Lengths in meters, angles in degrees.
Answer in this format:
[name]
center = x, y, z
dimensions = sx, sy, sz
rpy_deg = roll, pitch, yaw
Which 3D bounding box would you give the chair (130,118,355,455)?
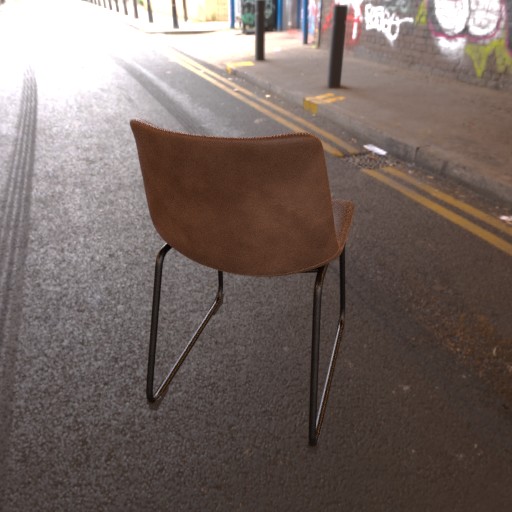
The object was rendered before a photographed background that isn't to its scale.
[chair]
center = 0.000, 0.000, 1.127
dimensions = 0.460, 0.780, 0.551
rpy_deg = 9, 33, 15
